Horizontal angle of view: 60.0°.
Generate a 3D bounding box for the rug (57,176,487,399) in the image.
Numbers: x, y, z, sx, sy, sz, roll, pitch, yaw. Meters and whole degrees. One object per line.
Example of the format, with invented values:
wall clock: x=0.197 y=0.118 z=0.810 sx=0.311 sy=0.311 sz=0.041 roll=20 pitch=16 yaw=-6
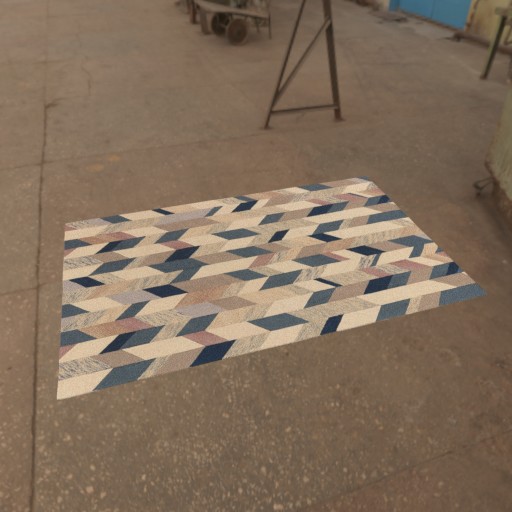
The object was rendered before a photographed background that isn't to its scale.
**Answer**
rug: x=0.000 y=0.000 z=2.919 sx=2.423 sy=0.008 sz=1.513 roll=-11 pitch=40 yaw=-13
